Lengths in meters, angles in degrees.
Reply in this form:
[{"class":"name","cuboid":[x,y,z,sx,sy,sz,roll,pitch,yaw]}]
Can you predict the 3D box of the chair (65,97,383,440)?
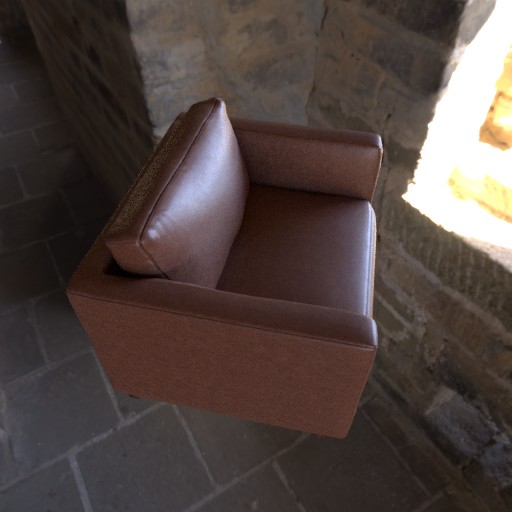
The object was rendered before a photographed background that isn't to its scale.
[{"class":"chair","cuboid":[0.000,0.000,1.806,0.959,0.917,1.107,9,48,8]}]
